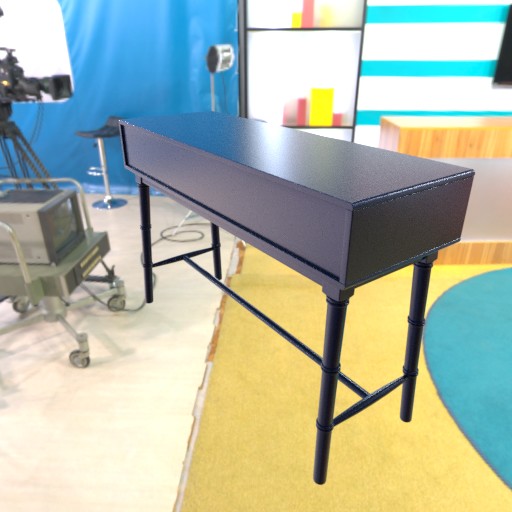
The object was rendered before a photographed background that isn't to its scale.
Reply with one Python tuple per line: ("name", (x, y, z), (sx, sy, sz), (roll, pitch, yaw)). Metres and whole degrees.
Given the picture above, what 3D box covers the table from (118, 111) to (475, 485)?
("table", (0.000, 0.000, 1.430), (0.399, 0.749, 1.118), (-17, 31, -32))
